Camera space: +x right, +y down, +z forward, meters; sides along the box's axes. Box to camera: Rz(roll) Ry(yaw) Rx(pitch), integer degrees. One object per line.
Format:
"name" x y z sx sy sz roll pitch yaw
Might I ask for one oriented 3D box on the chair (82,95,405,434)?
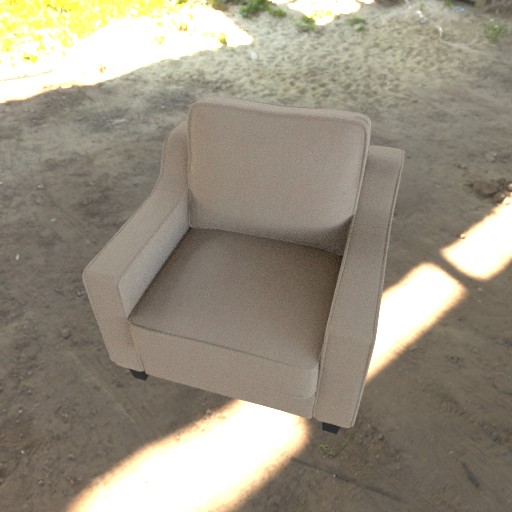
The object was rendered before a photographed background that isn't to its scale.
"chair" 0.000 0.000 1.666 0.922 0.948 0.882 11 41 13
